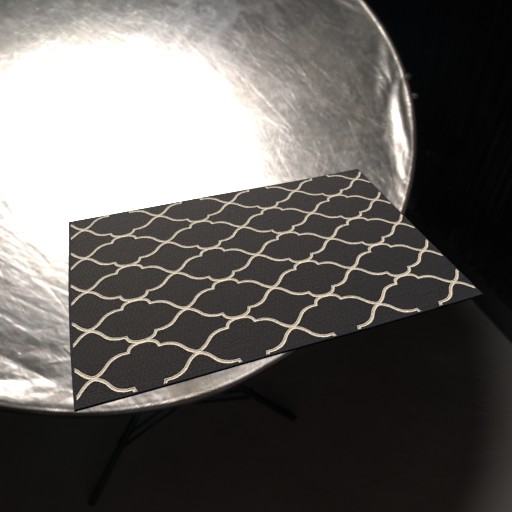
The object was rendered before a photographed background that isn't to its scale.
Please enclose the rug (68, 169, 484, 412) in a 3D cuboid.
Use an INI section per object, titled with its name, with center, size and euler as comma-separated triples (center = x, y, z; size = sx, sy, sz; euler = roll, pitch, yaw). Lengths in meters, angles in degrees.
[rug]
center = 0.000, 0.000, 2.843
size = 2.294, 0.014, 1.528
euler = -13, 43, -14
